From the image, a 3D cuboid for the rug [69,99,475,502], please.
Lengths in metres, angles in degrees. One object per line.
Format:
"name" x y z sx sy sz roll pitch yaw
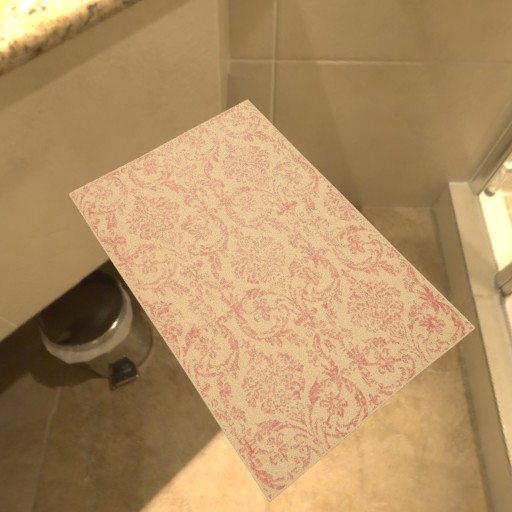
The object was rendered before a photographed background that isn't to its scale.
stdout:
"rug" 0.000 0.000 3.380 1.819 0.018 2.746 -33 67 -16
